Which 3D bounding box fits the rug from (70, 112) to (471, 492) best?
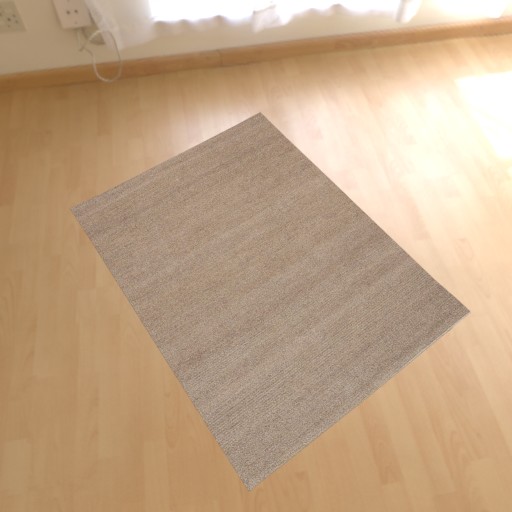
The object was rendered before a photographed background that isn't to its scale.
[{"bbox_3d":[0.000,0.000,4.303,2.467,0.046,3.245,-32,64,-18],"label":"rug"}]
